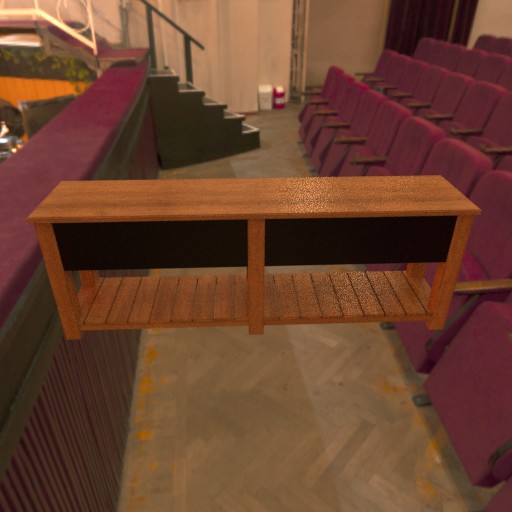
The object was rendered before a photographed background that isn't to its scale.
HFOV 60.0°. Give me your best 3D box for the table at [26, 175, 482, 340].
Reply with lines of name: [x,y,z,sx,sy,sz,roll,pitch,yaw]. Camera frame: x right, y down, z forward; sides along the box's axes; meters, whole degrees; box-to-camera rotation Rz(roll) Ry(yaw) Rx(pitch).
table: [0.000,0.000,2.104,1.815,0.635,0.425,-1,30,-2]
